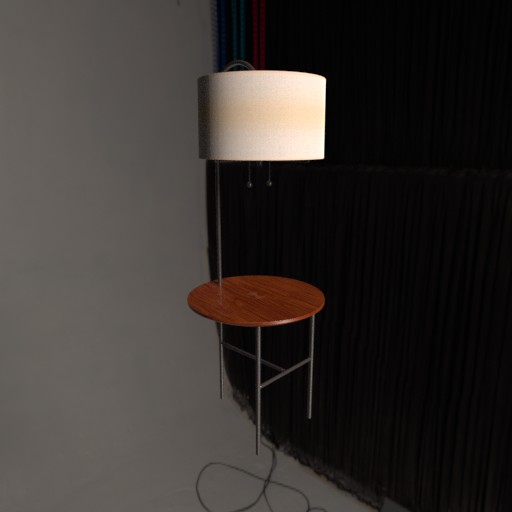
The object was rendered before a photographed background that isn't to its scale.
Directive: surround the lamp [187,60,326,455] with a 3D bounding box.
[{"bbox_3d":[0.000,0.000,1.825,0.573,1.517,0.573,0,14,0],"label":"lamp"}]
